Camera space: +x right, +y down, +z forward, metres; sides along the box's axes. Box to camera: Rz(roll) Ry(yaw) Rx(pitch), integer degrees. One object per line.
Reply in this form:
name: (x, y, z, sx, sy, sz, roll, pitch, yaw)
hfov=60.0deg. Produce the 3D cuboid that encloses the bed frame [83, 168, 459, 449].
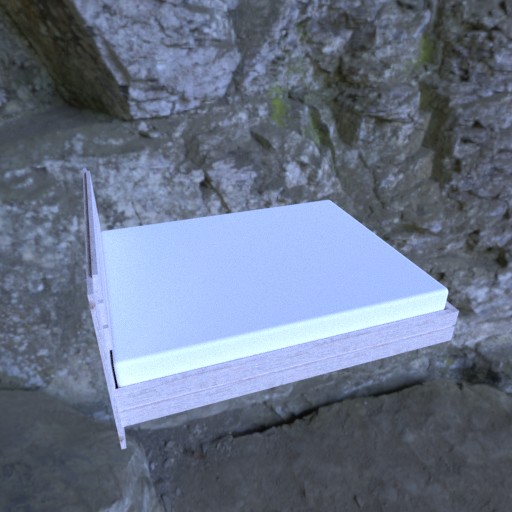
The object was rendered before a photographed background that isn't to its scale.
bed frame: (0.000, 0.000, 3.062, 2.080, 0.970, 1.750, -10, 31, -17)
